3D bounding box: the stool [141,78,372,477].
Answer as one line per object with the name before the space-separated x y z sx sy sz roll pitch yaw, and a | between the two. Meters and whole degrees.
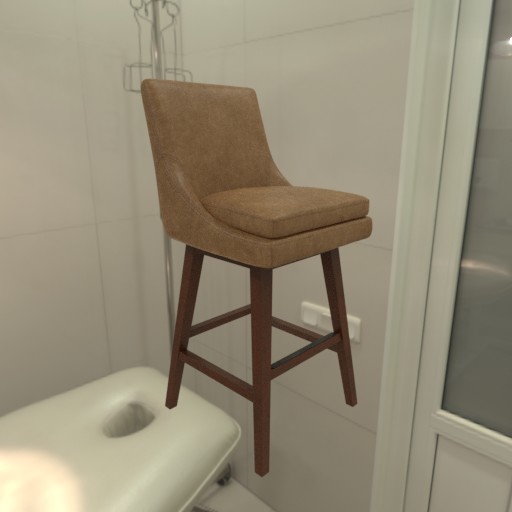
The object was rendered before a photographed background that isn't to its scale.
stool | 0.000 0.000 1.431 0.572 1.079 0.487 15 22 43
